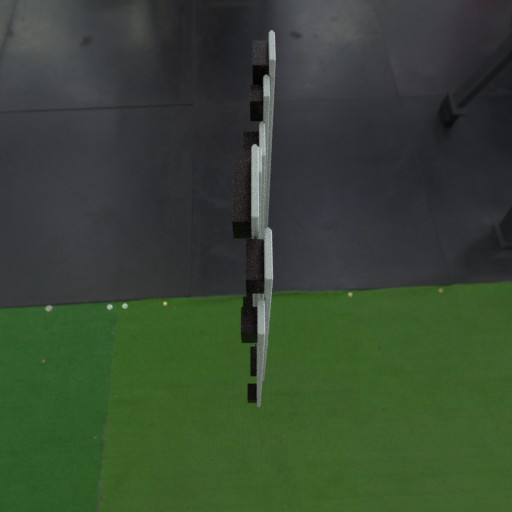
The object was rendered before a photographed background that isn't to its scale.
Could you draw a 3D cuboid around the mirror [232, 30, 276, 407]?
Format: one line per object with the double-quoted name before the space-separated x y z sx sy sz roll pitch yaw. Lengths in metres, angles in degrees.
"mirror" 0.000 0.000 0.818 0.058 0.611 0.445 0 63 0
